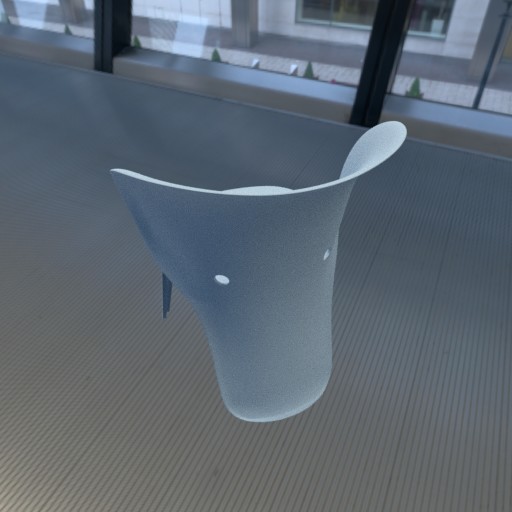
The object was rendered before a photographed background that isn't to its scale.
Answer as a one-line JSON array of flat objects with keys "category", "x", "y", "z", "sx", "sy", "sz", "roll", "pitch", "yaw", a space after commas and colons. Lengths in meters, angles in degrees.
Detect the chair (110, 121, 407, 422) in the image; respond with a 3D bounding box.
[{"category": "chair", "x": 0.000, "y": 0.000, "z": 0.850, "sx": 0.451, "sy": 0.554, "sz": 0.402, "roll": -14, "pitch": 43, "yaw": -15}]
